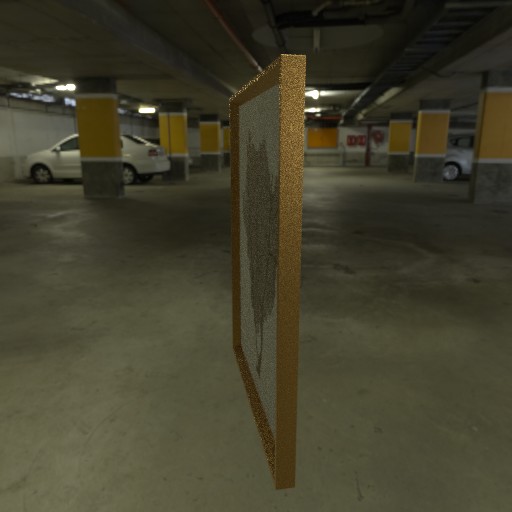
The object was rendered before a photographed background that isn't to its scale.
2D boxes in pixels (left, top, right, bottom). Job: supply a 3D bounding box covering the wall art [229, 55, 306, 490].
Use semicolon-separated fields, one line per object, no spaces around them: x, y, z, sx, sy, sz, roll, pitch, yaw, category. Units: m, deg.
0.000;0.000;1.040;0.038;0.762;0.610;-3;14;-10;wall art
